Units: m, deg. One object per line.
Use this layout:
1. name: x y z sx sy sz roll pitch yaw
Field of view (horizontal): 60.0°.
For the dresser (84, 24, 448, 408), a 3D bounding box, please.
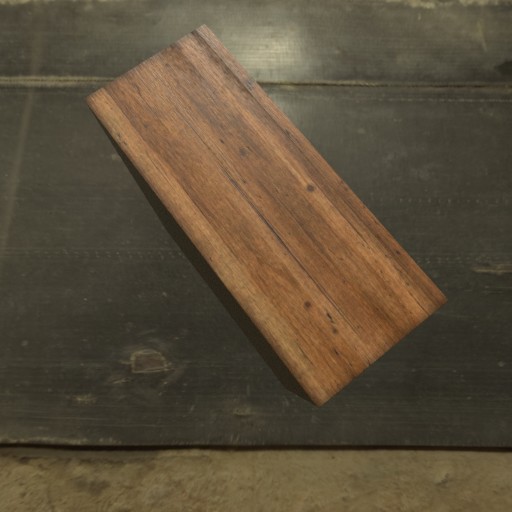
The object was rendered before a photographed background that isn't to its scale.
1. dresser: 0.000 0.000 1.864 0.438 1.359 1.067 -37 78 -9
